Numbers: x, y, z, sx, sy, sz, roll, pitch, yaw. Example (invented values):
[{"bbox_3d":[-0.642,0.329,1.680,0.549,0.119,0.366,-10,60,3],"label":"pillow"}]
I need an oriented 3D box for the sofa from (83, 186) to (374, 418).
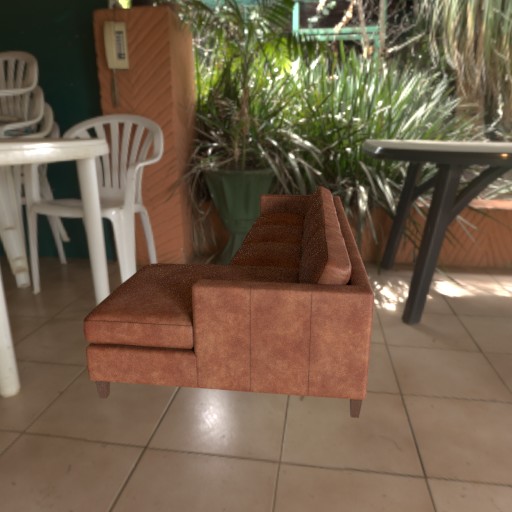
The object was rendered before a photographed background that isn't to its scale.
[{"bbox_3d":[0.000,0.000,3.877,1.581,0.883,3.203,2,16,7],"label":"sofa"}]
